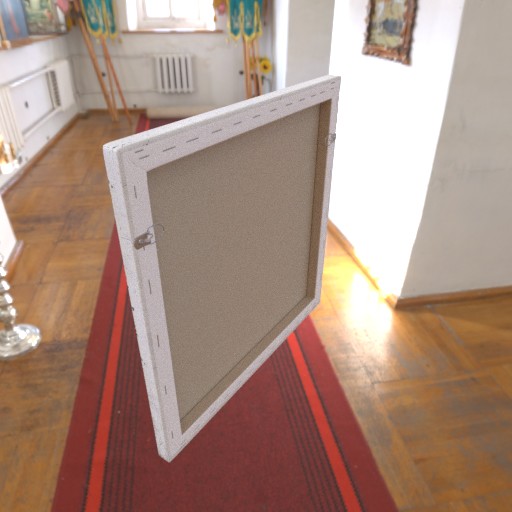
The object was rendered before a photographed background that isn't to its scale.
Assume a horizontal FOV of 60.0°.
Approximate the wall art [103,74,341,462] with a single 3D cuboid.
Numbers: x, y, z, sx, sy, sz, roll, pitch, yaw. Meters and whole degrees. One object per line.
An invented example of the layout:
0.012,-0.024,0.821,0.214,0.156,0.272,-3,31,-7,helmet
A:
0.000,0.000,1.124,0.038,0.762,0.762,20,37,29,wall art
